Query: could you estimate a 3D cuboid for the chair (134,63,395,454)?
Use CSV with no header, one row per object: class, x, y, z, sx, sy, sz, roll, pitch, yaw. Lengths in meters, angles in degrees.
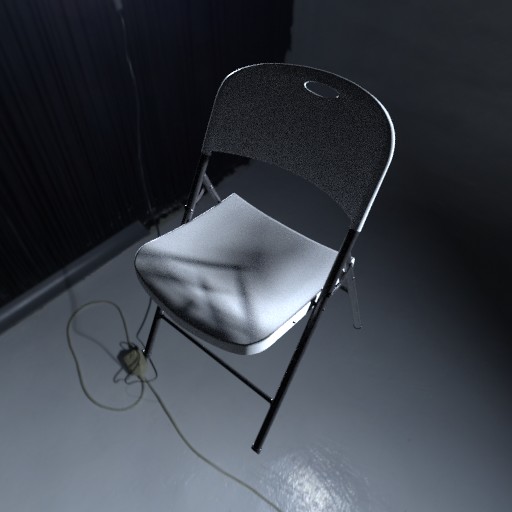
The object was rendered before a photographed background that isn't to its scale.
chair,0.000,0.000,1.186,0.494,0.810,0.566,31,54,27
